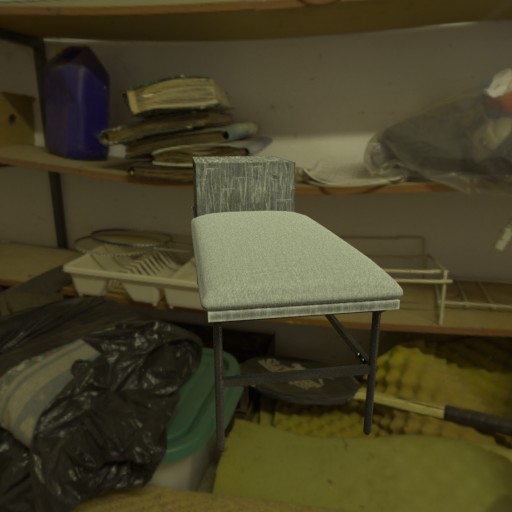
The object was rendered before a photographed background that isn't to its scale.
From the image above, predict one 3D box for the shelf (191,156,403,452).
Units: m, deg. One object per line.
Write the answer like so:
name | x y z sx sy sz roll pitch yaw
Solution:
shelf | 0.000 0.000 1.612 0.457 0.633 1.342 -3 16 -9
